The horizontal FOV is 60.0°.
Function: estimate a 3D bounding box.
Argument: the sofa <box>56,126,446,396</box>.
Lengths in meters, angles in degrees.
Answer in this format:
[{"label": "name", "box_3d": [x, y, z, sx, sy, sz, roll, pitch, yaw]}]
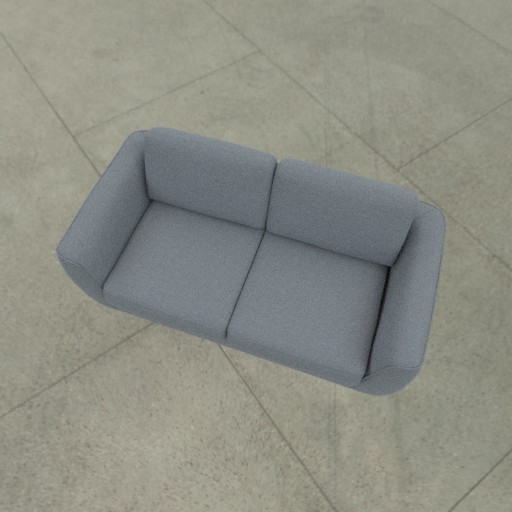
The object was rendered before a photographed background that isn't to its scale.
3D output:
[{"label": "sofa", "box_3d": [0.000, 0.000, 2.235, 1.700, 0.850, 0.920, 16, 61, 9]}]
